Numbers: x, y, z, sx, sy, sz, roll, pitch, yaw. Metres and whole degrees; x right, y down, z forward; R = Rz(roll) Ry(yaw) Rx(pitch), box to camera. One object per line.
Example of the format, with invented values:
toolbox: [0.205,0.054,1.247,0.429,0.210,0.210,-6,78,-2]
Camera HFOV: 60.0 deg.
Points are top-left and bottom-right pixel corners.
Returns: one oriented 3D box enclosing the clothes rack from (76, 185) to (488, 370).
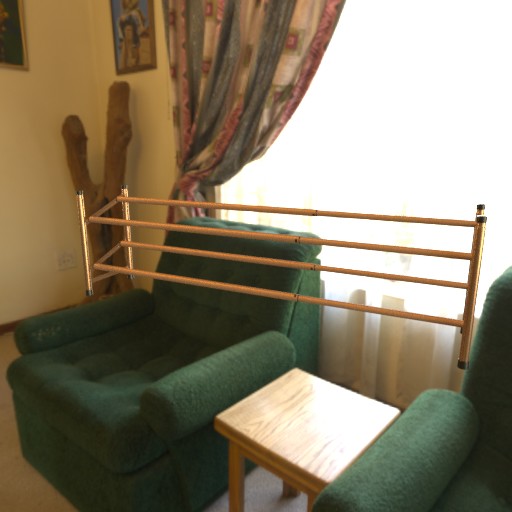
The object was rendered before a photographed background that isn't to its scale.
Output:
clothes rack: [0.000,0.000,1.296,1.168,0.349,0.229,7,16,25]
